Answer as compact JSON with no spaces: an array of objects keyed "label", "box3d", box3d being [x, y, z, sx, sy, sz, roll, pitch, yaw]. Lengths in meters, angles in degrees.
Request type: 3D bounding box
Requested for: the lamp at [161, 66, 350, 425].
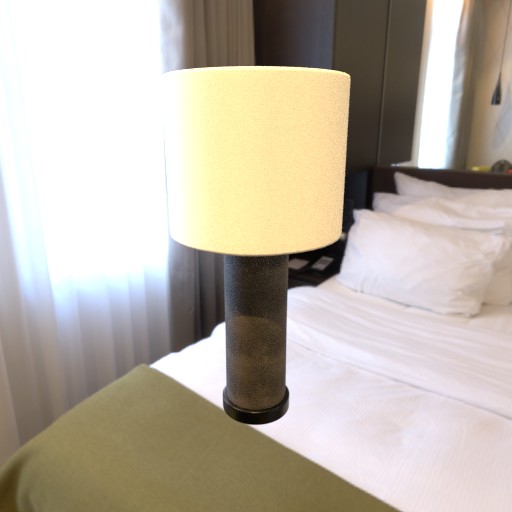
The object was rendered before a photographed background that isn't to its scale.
[{"label":"lamp","box3d":[0.000,0.000,0.818,0.305,0.634,0.305,2,17,8]}]
